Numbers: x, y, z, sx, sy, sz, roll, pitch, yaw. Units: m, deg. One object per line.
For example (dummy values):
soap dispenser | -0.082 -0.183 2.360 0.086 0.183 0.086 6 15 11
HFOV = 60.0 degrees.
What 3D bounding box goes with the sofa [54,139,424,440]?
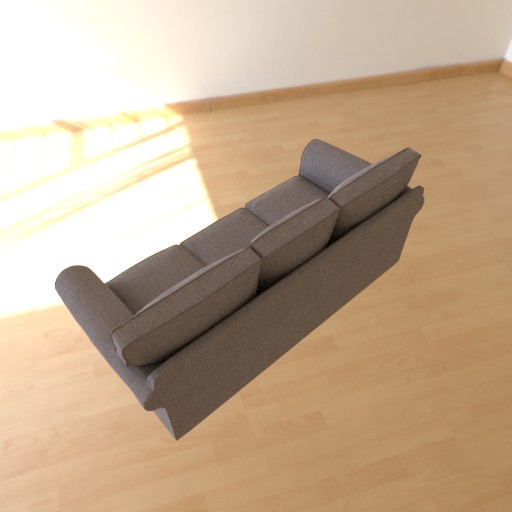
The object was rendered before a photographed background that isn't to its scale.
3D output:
sofa | 0.000 0.000 2.667 2.084 0.961 0.916 -33 54 -28
